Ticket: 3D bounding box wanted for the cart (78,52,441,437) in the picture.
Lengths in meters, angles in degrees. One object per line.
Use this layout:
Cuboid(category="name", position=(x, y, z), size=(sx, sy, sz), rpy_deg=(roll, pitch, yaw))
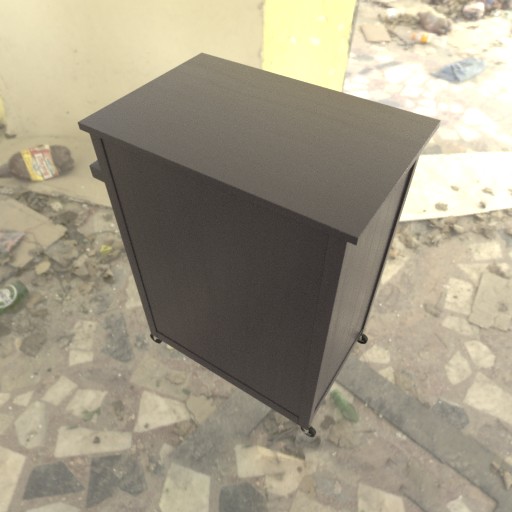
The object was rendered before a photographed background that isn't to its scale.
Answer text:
Cuboid(category="cart", position=(0.000, 0.000, 1.290), size=(0.690, 0.878, 0.449), rpy_deg=(25, 52, 22))
